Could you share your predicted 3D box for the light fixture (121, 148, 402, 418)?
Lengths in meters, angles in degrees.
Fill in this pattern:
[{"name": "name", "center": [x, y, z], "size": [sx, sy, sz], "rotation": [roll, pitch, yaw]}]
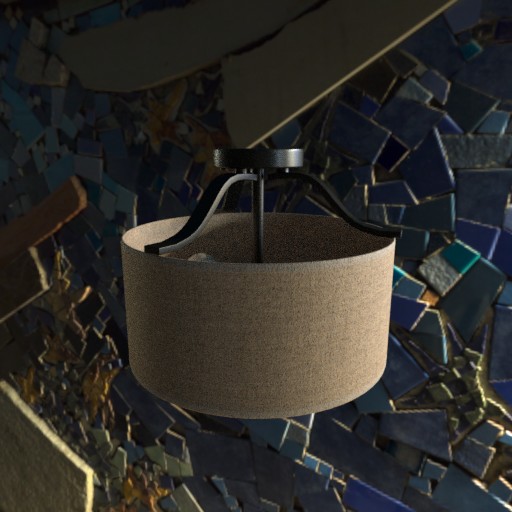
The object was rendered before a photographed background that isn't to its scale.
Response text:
[{"name": "light fixture", "center": [0.000, 0.000, 0.649], "size": [0.390, 0.306, 0.390], "rotation": [0, 14, 0]}]
